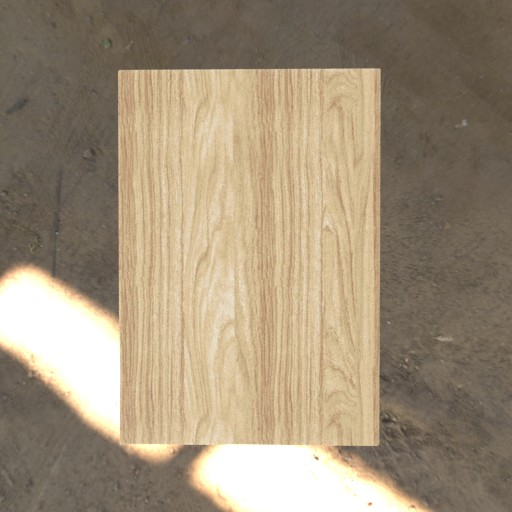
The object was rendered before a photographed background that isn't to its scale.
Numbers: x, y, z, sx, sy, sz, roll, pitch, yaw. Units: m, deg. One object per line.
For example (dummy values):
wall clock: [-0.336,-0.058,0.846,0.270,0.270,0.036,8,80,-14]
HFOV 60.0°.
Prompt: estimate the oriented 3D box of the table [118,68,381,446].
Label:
table: [0.000,0.000,0.807,0.360,0.440,0.500,0,91,1]
